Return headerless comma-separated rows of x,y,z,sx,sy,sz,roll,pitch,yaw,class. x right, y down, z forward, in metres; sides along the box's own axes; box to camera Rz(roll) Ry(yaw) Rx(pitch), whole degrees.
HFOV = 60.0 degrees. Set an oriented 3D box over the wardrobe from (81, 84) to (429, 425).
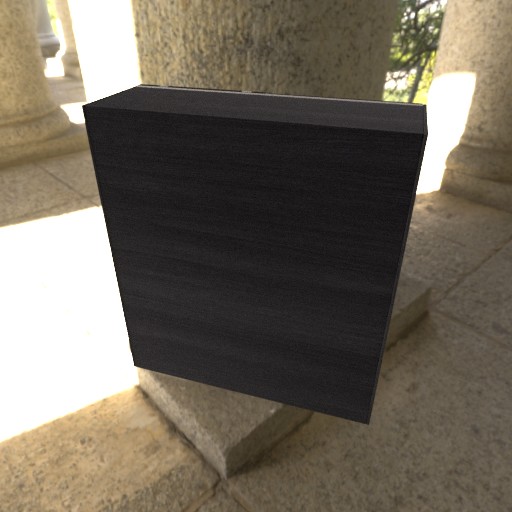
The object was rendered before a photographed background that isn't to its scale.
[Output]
0.000,0.000,2.931,1.780,1.960,0.629,9,33,15,wardrobe
